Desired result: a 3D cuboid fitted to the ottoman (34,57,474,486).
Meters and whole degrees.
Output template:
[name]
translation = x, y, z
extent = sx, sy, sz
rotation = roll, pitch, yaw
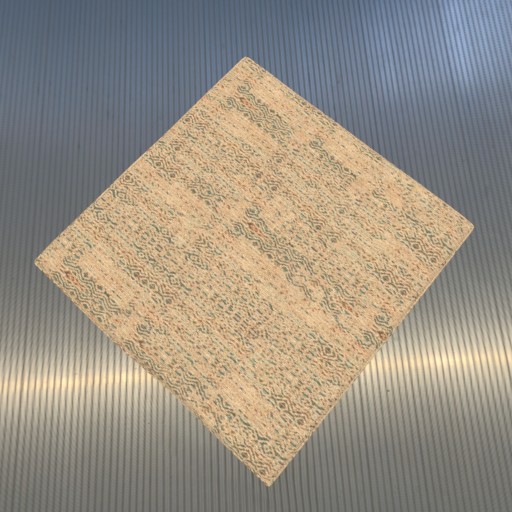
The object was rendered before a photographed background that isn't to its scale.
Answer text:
[ottoman]
translation = 0.000, 0.000, 1.509
extent = 0.968, 0.356, 1.004
rotation = 40, 79, 10
